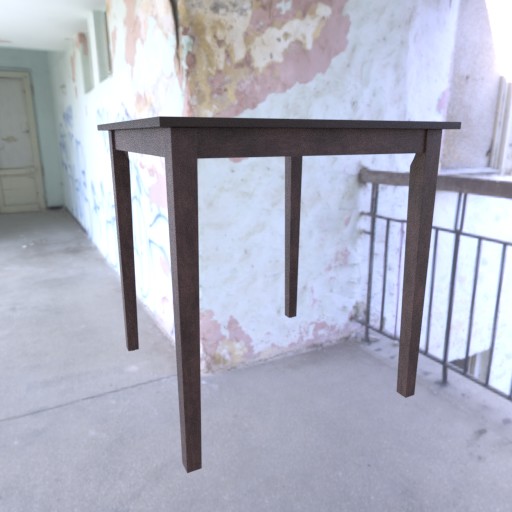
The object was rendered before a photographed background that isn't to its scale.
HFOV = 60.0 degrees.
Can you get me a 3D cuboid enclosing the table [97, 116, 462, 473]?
[{"bbox_3d":[0.000,0.000,1.345,0.749,0.770,0.749,-8,17,-26],"label":"table"}]
